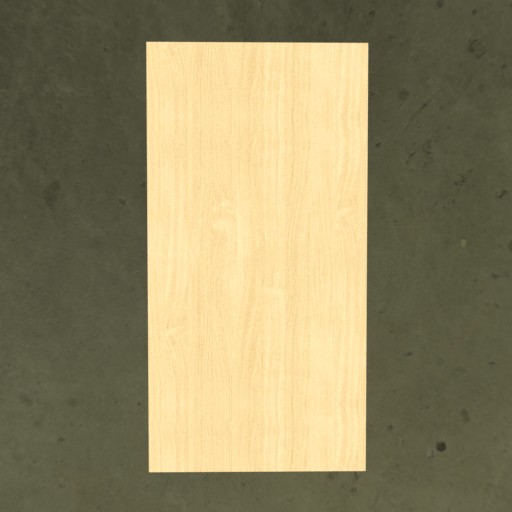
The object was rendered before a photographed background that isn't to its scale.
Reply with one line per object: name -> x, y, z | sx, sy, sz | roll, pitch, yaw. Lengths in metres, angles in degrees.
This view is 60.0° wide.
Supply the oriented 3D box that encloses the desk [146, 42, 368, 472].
desk -> 0.000, 0.000, 1.499 | 0.560, 0.735, 1.097 | 0, 91, -1
